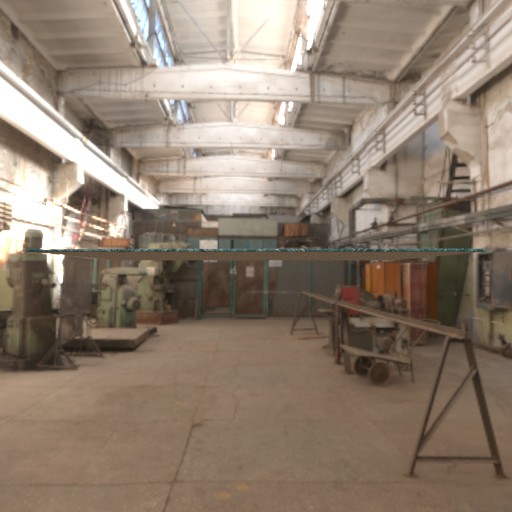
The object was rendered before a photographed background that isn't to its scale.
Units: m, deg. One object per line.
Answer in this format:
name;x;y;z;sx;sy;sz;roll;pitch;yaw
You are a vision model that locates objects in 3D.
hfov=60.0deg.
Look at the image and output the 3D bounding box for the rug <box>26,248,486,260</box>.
rug;0.000;0.000;2.931;2.277;0.015;1.490;0;-2;1
